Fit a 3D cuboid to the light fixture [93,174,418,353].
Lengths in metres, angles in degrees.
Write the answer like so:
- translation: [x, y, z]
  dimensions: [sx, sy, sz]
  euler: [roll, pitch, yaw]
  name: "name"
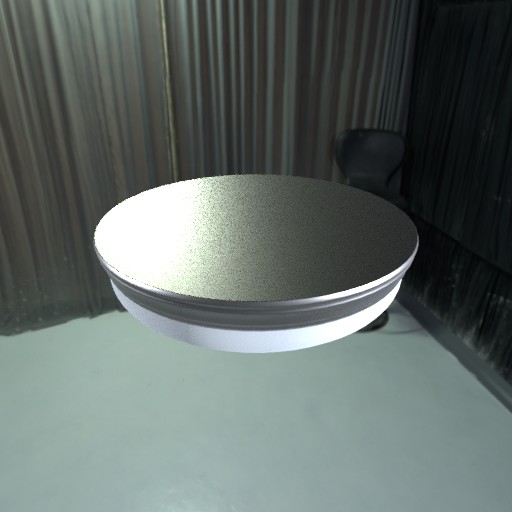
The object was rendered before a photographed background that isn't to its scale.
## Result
- translation: [0.000, 0.000, 0.549]
  dimensions: [0.368, 0.100, 0.368]
  euler: [0, 27, 0]
  name: "light fixture"
